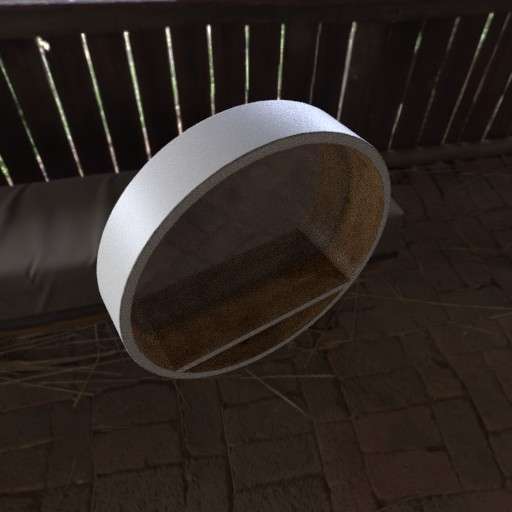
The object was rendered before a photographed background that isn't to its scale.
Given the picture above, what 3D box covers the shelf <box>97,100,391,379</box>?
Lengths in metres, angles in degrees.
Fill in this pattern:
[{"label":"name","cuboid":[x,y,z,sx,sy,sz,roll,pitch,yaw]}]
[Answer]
[{"label":"shelf","cuboid":[0.000,0.000,1.206,0.806,0.807,0.158,-24,52,-21]}]
